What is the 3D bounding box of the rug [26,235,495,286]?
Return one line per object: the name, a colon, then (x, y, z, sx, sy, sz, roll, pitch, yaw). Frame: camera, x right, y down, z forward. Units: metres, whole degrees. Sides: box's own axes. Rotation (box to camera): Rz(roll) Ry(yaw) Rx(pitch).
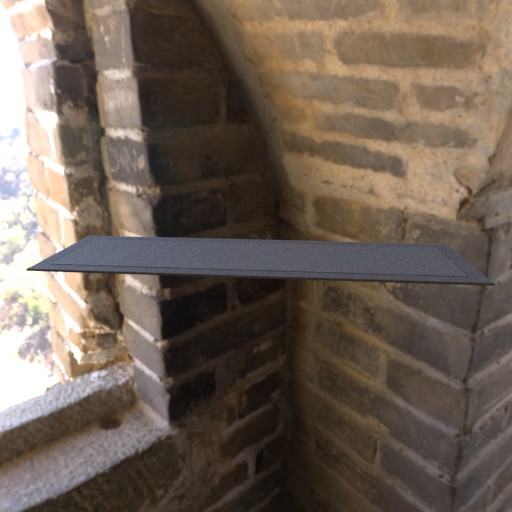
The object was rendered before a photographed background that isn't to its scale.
rug: (0.000, 0.000, 2.640, 2.430, 0.012, 0.759, 2, 17, 5)
